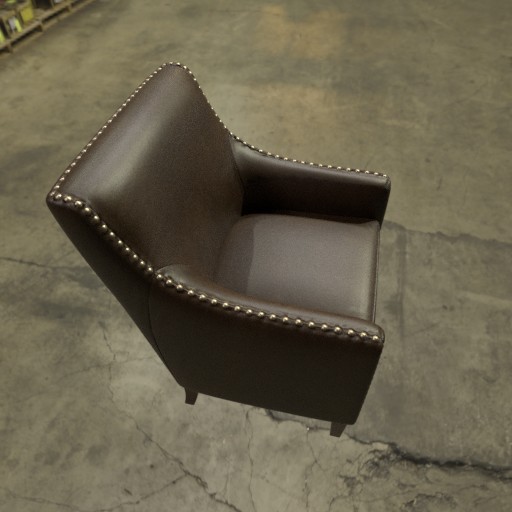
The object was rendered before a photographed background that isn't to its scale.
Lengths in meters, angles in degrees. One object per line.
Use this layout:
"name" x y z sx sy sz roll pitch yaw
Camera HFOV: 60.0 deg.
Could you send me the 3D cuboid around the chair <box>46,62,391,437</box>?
"chair" 0.000 0.000 1.259 0.704 0.813 0.639 10 48 9
